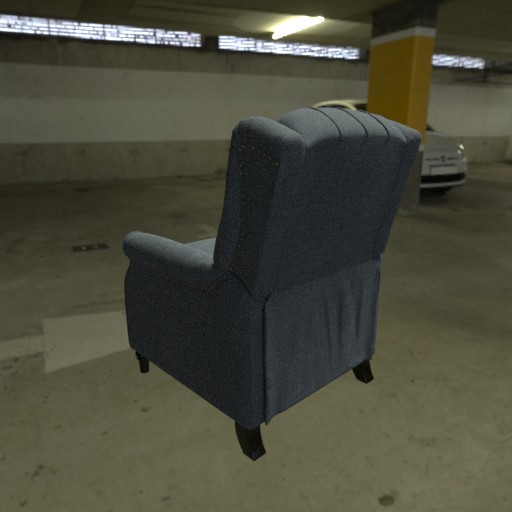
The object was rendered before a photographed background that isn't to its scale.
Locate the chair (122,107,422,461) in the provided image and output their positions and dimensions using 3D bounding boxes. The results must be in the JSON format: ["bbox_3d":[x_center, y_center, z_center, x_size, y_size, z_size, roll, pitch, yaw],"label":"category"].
[{"bbox_3d":[0.000,0.000,1.656,0.742,1.035,0.898,-15,22,-41],"label":"chair"}]
